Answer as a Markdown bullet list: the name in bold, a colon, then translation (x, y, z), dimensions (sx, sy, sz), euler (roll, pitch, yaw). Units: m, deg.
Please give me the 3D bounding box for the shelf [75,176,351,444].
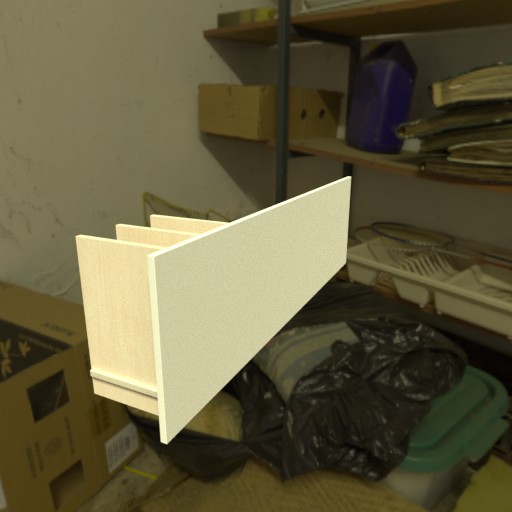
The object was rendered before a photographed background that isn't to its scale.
- **shelf**: translation (0.000, 0.000, 1.113), dimensions (0.200, 0.300, 1.020), euler (8, 19, 25)
